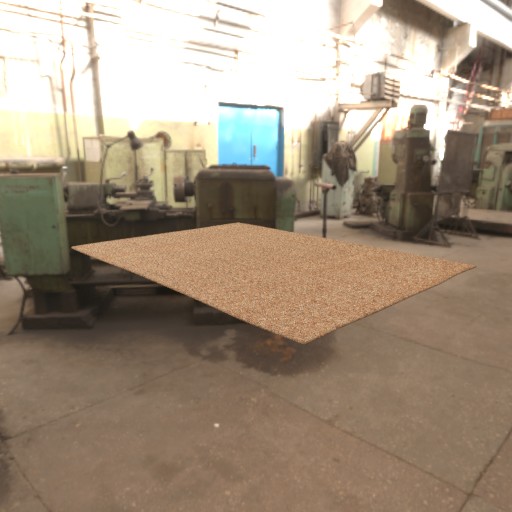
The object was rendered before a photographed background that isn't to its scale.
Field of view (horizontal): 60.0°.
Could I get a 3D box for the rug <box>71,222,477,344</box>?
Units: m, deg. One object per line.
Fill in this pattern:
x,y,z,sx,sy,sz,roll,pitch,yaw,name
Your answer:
0.000,0.000,2.809,1.566,0.013,2.141,-12,18,-42,rug
